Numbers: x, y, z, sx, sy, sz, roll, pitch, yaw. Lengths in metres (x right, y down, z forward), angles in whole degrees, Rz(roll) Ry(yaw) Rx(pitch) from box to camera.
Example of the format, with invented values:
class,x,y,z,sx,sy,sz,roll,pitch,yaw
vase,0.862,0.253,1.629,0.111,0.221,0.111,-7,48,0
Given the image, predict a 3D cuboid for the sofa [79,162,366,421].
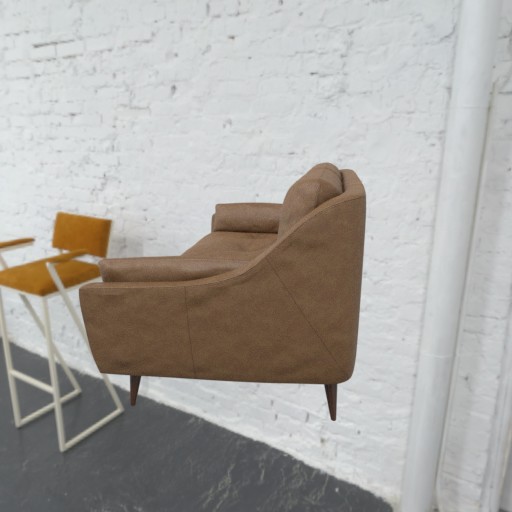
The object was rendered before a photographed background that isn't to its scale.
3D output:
class,x,y,z,sx,sy,sz,roll,pitch,yaw
sofa,0.000,0.000,2.251,0.981,0.886,1.731,2,14,10
